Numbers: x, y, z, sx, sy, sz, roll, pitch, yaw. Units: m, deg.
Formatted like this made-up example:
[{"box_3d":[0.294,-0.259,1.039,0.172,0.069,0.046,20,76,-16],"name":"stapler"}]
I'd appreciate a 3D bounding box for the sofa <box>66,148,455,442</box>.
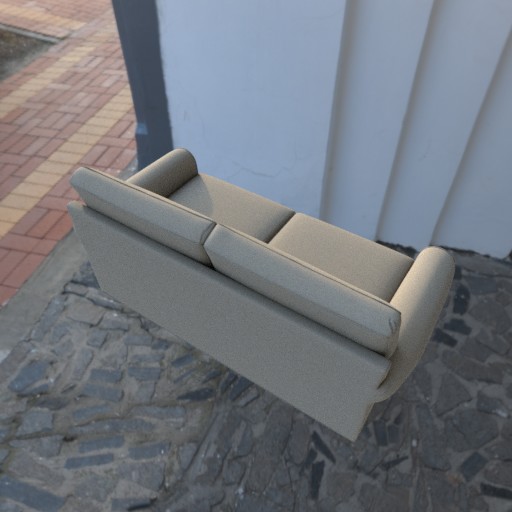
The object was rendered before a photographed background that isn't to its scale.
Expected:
[{"box_3d":[0.000,0.000,2.427,1.930,0.952,0.940,25,51,22],"name":"sofa"}]
